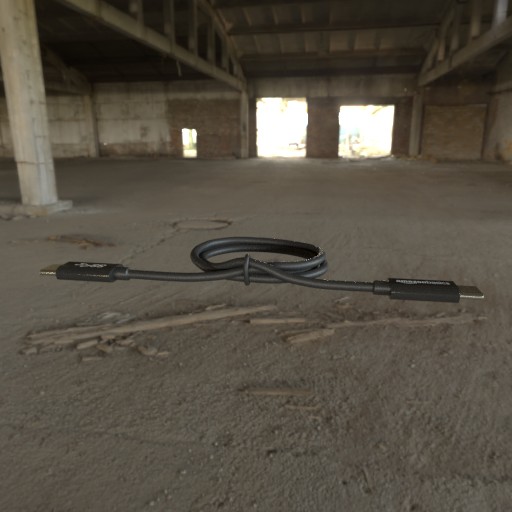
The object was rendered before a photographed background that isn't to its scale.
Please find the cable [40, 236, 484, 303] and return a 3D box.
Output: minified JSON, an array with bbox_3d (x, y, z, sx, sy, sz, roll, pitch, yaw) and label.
[{"bbox_3d":[0.000,0.000,0.214,0.186,0.014,0.070,2,15,9],"label":"cable"}]
